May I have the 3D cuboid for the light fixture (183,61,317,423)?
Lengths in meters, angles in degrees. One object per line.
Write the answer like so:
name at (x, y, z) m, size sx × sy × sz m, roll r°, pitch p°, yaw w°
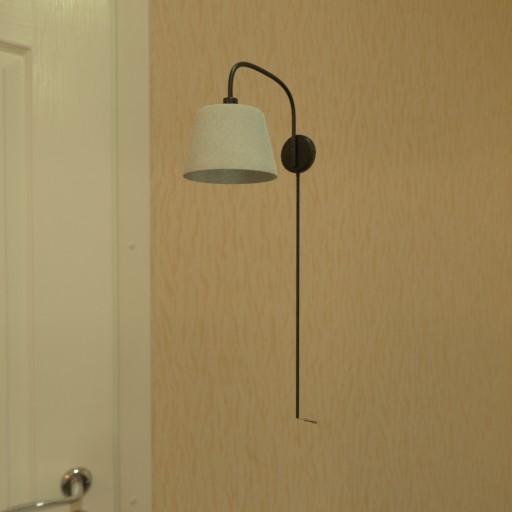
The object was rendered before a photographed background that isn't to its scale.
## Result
light fixture at (0.000, 0.000, 0.468) m, size 0.092 × 0.399 × 0.176 m, roll 1°, pitch 2°, yaw 37°
